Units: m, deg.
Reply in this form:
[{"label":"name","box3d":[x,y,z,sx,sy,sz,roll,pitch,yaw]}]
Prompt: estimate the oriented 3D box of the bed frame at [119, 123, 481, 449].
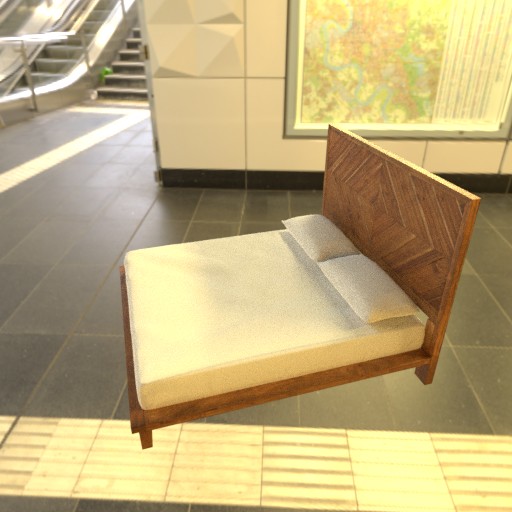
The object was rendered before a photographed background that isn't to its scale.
[{"label":"bed frame","box3d":[0.000,0.000,3.626,2.235,1.537,2.038,-9,31,-15]}]
